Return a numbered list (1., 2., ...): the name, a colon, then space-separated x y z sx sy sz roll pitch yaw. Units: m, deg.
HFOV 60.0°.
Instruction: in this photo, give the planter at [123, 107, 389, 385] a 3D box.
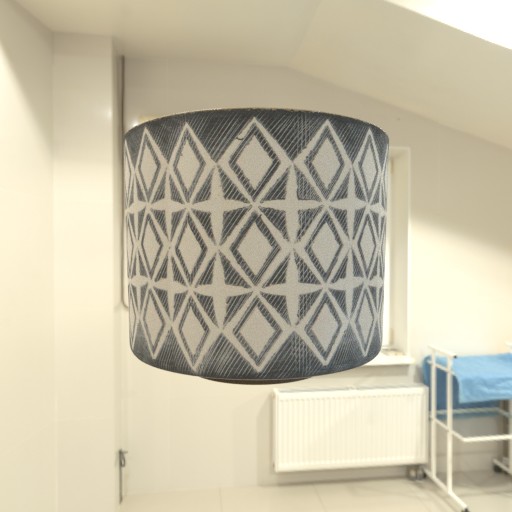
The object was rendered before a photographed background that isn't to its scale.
1. planter: 0.000 0.000 0.336 0.192 0.165 0.192 0 1 0
